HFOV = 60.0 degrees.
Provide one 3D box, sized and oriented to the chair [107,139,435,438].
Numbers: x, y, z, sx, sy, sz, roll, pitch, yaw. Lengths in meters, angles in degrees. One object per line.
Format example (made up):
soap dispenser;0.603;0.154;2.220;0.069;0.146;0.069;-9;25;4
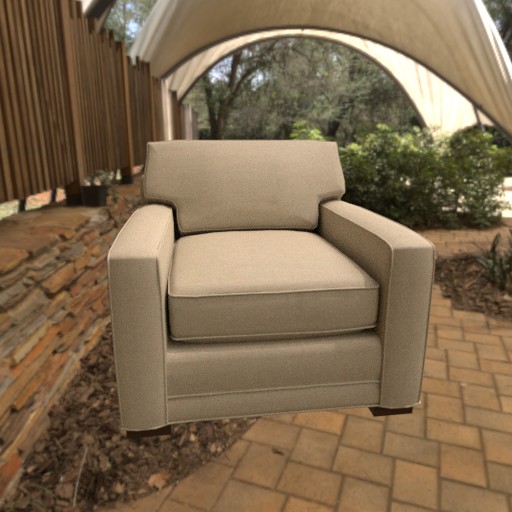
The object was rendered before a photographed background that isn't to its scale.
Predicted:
chair;0.000;0.000;1.813;0.998;0.913;1.043;-2;15;-8
